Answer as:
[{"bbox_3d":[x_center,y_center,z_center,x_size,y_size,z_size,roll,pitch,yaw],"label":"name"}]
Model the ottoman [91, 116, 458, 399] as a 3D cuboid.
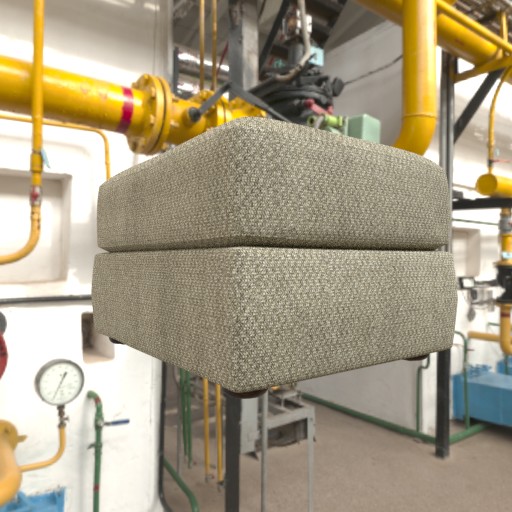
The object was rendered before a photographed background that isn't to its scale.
[{"bbox_3d":[0.000,0.000,1.105,0.603,0.476,0.751,0,-1,-36],"label":"ottoman"}]
